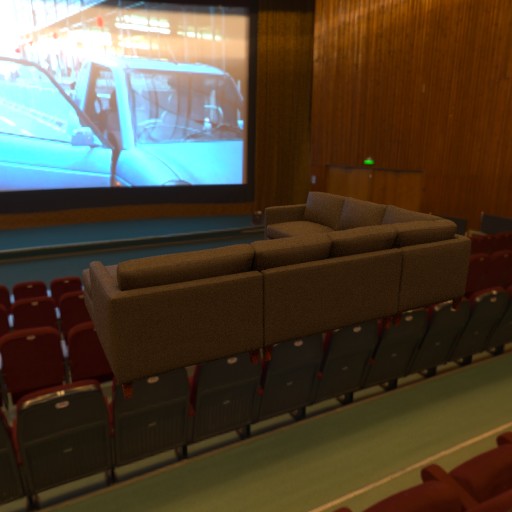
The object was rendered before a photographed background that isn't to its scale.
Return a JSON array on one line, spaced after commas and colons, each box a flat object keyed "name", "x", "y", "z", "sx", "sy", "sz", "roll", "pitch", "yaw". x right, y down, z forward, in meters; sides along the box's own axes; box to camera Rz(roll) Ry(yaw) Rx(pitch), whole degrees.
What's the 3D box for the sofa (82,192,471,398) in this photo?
[{"name": "sofa", "x": 0.000, "y": 0.000, "z": 4.694, "sx": 3.460, "sy": 0.961, "sz": 2.594, "roll": -8, "pitch": 18, "yaw": -27}]
